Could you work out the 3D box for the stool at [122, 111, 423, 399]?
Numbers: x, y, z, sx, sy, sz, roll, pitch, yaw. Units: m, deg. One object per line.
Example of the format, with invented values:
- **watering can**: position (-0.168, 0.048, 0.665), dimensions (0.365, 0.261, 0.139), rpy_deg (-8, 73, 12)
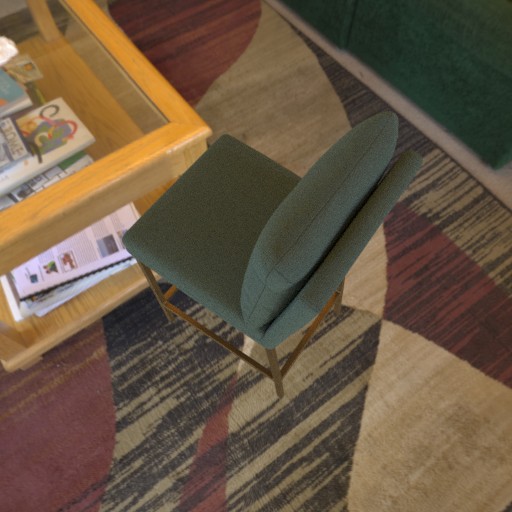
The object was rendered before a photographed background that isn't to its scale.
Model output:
- **stool**: position (0.000, 0.000, 1.310), dimensions (0.568, 1.032, 0.463), rpy_deg (33, 68, 15)
